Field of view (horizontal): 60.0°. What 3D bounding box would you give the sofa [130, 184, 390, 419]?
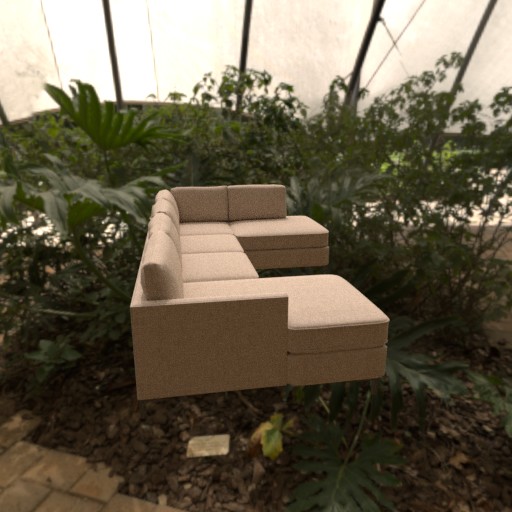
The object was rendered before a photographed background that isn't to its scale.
[{"bbox_3d":[0.000,0.000,4.262,2.021,0.996,3.423,-3,16,-10],"label":"sofa"}]
